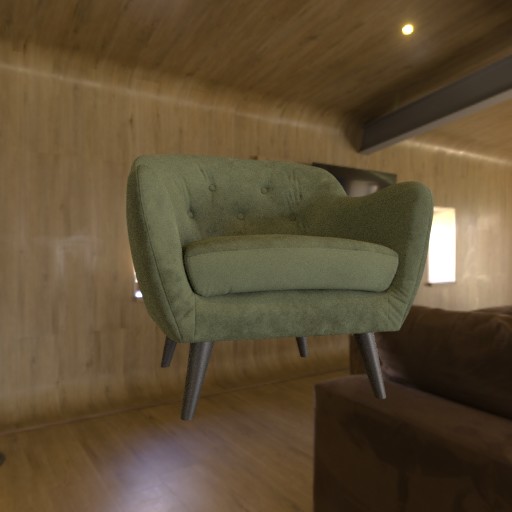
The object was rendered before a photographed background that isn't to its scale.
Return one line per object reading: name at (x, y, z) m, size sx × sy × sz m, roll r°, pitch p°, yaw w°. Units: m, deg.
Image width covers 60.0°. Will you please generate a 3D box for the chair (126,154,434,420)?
chair at (0.000, 0.000, 1.476) m, size 0.840 × 0.804 × 0.819 m, roll 0°, pitch 0°, yaw -17°
